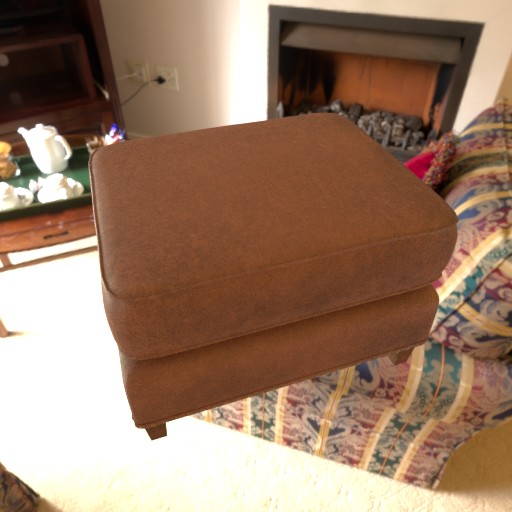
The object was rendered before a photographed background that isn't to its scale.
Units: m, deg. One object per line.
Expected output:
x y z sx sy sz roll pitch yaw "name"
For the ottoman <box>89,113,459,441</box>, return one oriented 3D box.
0.000 0.000 1.126 0.738 0.537 0.589 -13 43 -14 "ottoman"
